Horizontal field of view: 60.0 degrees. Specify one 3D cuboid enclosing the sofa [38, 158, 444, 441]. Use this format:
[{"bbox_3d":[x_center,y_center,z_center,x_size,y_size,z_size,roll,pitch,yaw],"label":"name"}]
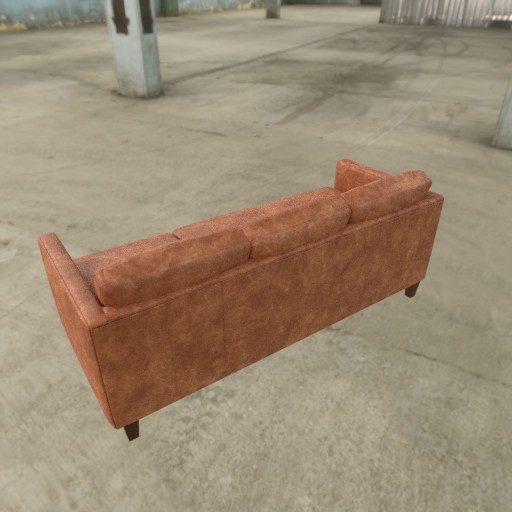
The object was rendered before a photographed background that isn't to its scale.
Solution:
[{"bbox_3d":[0.000,0.000,2.970,2.464,1.006,1.045,-19,36,-29],"label":"sofa"}]
